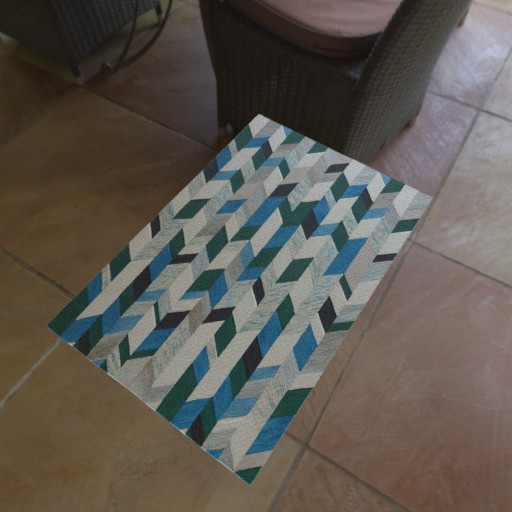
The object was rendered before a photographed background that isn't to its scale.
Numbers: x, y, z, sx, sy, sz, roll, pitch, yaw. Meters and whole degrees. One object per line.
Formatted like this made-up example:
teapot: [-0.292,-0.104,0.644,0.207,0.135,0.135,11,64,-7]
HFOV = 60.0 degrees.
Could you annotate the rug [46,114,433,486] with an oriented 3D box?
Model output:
rug: [0.000,0.000,2.362,1.229,0.005,1.827,31,64,17]
